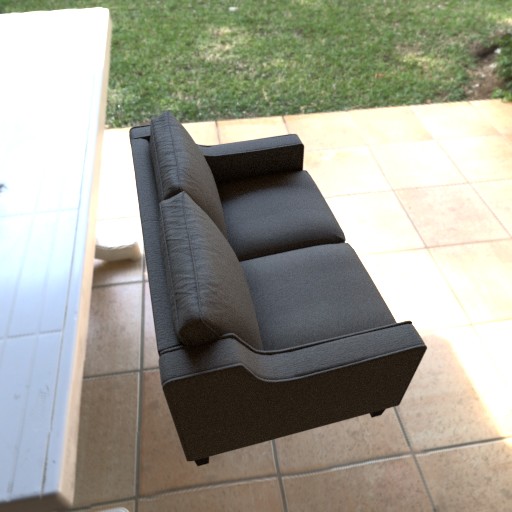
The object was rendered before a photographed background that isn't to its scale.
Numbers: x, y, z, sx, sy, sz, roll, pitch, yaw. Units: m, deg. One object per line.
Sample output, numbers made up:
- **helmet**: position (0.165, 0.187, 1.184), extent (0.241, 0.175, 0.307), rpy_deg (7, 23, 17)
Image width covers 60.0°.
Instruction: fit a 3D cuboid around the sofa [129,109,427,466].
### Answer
- **sofa**: position (0.000, 0.000, 2.146), extent (0.985, 0.981, 1.503), rpy_deg (-11, 48, -10)
